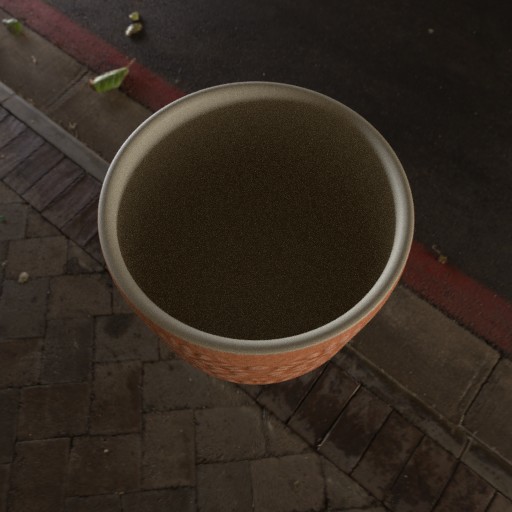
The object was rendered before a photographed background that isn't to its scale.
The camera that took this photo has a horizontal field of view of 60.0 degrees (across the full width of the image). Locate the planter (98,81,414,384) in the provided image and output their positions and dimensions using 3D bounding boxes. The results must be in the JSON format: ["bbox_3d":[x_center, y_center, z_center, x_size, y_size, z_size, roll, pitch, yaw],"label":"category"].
[{"bbox_3d":[0.000,0.000,0.221,0.124,0.109,0.124,0,65,0],"label":"planter"}]
